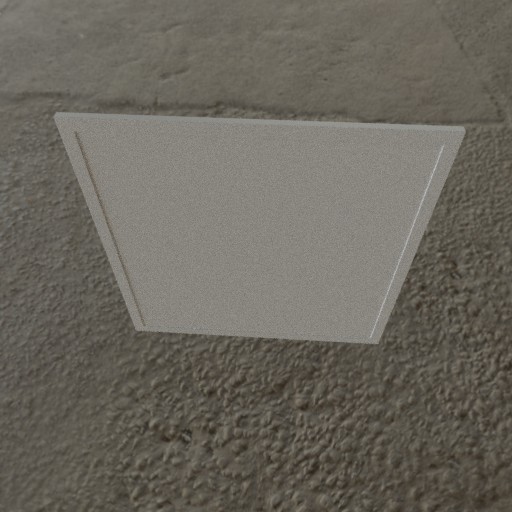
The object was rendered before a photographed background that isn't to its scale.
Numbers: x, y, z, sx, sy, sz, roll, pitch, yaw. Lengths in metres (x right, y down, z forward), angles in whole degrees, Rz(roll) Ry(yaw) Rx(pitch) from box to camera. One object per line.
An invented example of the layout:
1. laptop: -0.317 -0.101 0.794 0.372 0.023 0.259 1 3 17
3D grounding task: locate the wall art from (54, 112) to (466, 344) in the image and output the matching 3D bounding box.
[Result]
1. wall art: 0.000 0.000 0.962 0.660 0.660 0.015 3 49 2
